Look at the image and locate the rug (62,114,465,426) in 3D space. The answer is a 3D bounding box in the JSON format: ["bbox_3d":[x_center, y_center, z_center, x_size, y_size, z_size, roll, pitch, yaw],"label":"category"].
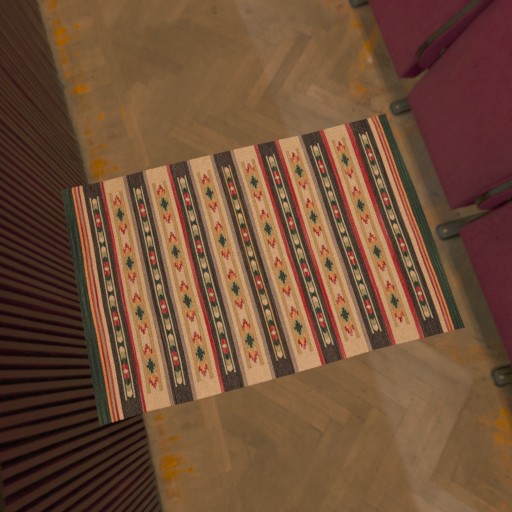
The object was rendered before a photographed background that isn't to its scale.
[{"bbox_3d":[0.000,0.000,2.269,1.825,0.009,1.221,-14,76,-4],"label":"rug"}]
